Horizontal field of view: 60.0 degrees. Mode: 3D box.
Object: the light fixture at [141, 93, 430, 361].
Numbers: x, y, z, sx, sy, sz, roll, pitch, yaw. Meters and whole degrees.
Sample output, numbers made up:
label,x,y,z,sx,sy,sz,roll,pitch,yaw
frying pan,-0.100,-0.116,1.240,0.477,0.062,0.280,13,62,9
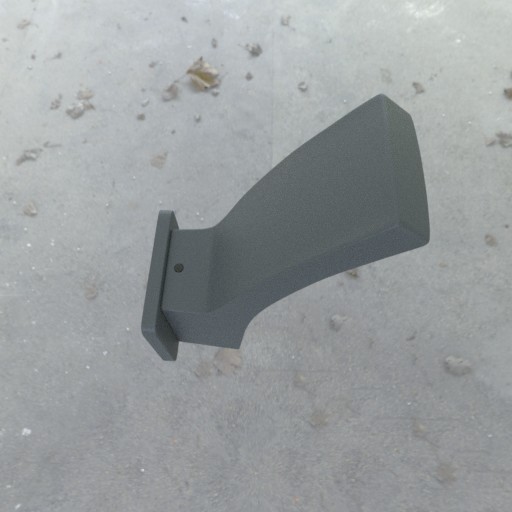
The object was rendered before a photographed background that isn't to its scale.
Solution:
label,x,y,z,sx,sy,sz,roll,pitch,yaw
light fixture,0.000,0.000,0.324,0.174,0.243,0.108,2,64,1
